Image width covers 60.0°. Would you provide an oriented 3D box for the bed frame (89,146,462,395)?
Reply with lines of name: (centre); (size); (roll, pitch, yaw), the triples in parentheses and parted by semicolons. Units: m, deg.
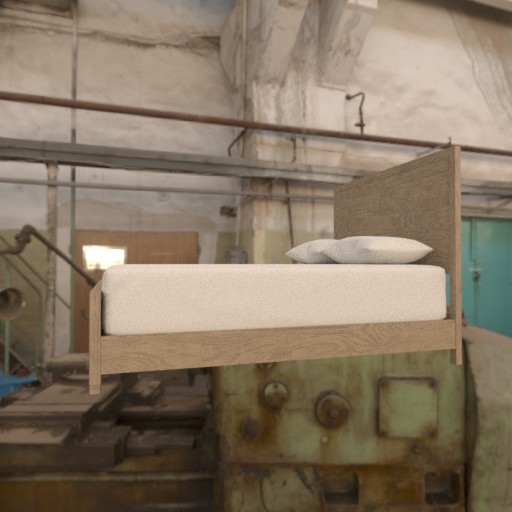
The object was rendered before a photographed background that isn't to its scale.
bed frame: (0.000, 0.000, 3.212); (2.189, 1.369, 1.606); (0, -1, -18)
